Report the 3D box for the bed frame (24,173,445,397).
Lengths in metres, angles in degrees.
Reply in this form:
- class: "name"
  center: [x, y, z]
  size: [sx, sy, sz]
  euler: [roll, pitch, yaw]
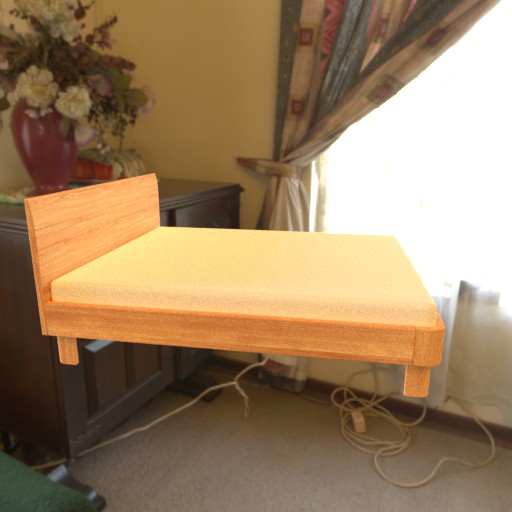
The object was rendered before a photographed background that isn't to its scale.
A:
- class: "bed frame"
  center: [0.000, 0.000, 2.977]
  size: [2.092, 0.940, 1.660]
  euler: [3, 15, 10]
